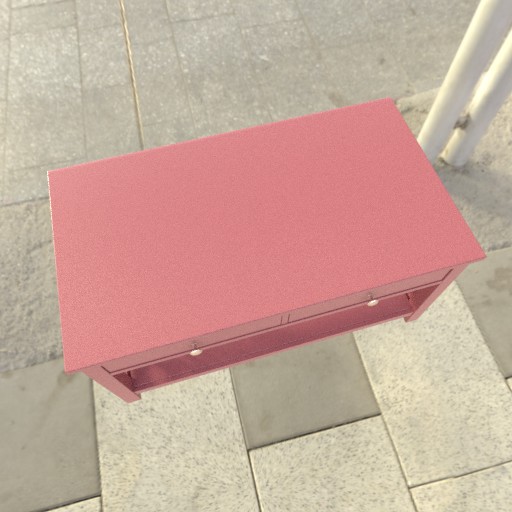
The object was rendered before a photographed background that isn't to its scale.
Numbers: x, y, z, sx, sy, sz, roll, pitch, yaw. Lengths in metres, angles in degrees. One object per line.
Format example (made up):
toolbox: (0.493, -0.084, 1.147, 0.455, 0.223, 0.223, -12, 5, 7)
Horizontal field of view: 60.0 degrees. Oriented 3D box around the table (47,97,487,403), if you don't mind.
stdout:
table: (0.000, 0.000, 1.420, 1.068, 0.493, 0.612, -14, 63, -7)
